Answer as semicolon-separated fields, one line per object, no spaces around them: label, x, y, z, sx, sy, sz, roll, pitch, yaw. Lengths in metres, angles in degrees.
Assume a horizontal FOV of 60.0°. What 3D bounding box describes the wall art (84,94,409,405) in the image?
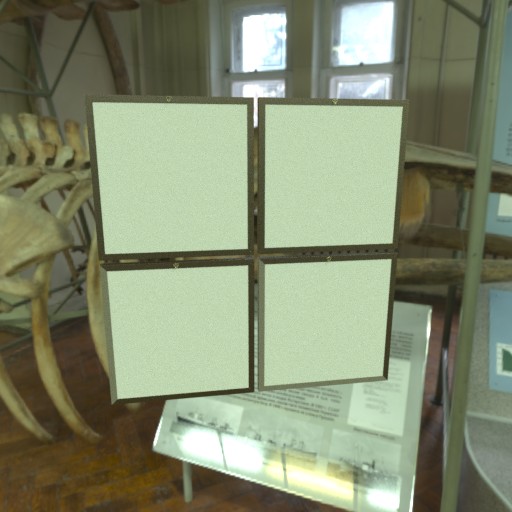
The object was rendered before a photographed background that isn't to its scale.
wall art;0.000;0.000;1.524;1.032;1.032;0.030;-2;14;-9
